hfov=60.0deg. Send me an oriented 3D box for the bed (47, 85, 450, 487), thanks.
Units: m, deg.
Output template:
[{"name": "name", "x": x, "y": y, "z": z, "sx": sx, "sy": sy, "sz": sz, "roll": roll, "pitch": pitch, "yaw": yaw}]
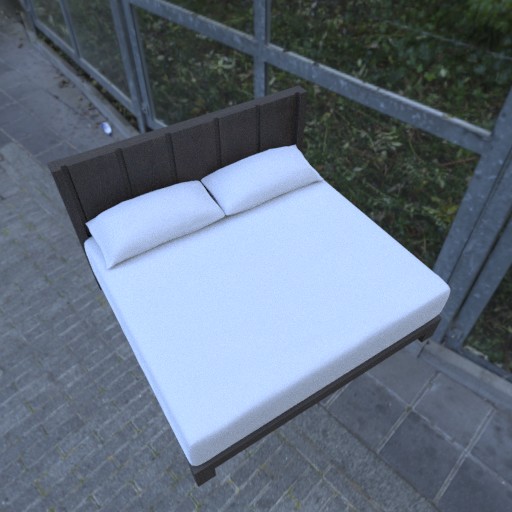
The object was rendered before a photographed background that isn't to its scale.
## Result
[{"name": "bed", "x": 0.000, "y": 0.000, "z": 3.321, "sx": 2.134, "sy": 1.270, "sz": 2.012, "roll": -25, "pitch": 52, "yaw": -21}]
